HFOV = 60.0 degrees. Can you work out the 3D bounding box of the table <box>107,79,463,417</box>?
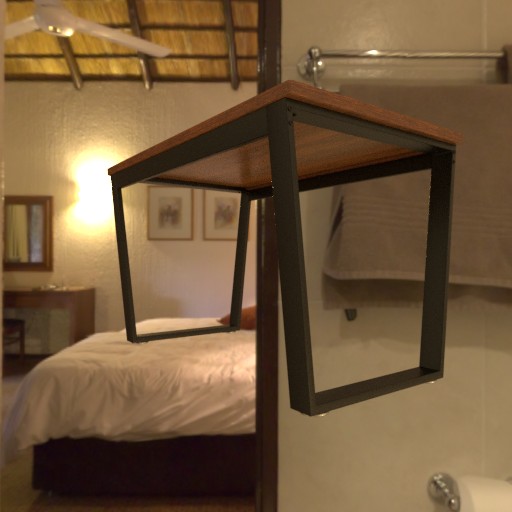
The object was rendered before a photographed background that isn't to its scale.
[{"bbox_3d":[0.000,0.000,1.649,0.714,0.760,1.205,0,0,-37],"label":"table"}]
